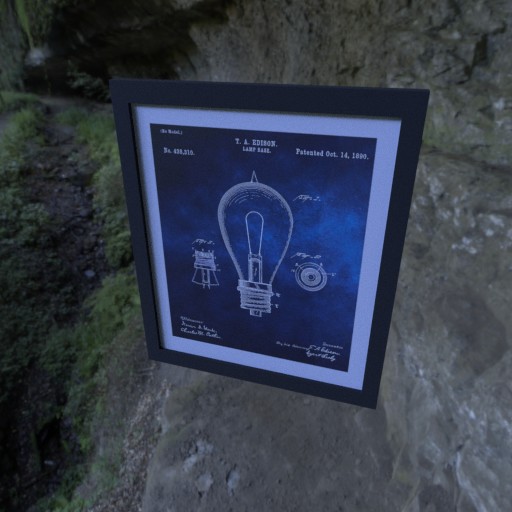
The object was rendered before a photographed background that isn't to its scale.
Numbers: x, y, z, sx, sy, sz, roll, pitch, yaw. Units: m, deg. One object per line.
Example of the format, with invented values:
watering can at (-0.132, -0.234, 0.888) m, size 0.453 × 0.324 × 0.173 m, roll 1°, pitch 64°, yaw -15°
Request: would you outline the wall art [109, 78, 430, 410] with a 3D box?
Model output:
wall art at (0.000, 0.000, 0.694) m, size 0.428 × 0.505 × 0.023 m, roll 8°, pitch 29°, yaw 15°
